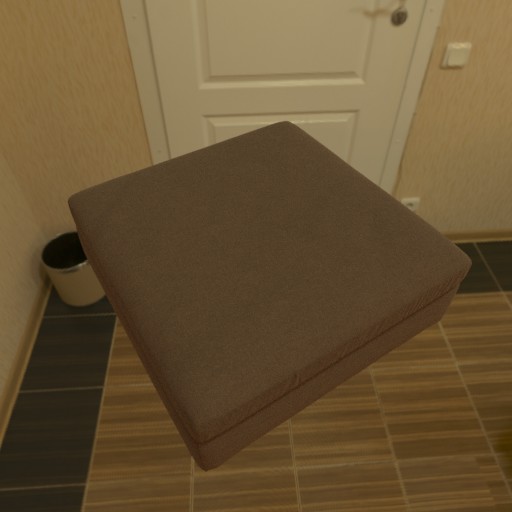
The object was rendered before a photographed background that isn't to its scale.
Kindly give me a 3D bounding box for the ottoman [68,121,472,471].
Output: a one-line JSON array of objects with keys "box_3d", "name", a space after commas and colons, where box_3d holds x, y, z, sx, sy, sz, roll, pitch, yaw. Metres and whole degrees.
[{"box_3d": [0.000, 0.000, 1.850, 1.181, 0.470, 1.181, -25, 52, -22], "name": "ottoman"}]
